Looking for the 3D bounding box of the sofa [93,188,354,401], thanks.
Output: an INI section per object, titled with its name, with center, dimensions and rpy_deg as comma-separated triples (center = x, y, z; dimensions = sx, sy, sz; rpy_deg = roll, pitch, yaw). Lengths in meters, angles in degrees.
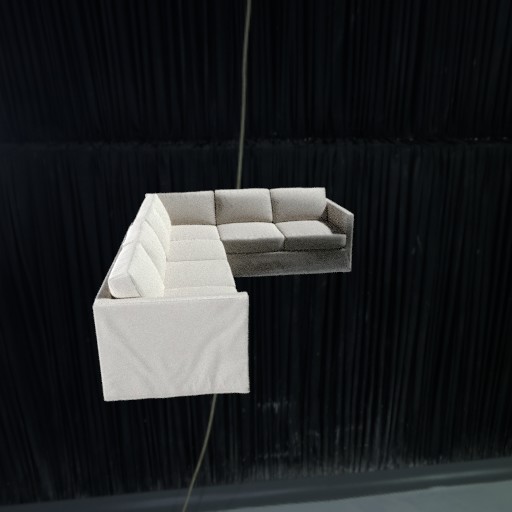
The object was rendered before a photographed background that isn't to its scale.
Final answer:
[sofa]
center = 0.000, 0.000, 4.322
dimensions = 2.432, 0.871, 3.182
rpy_deg = -3, 18, -8
